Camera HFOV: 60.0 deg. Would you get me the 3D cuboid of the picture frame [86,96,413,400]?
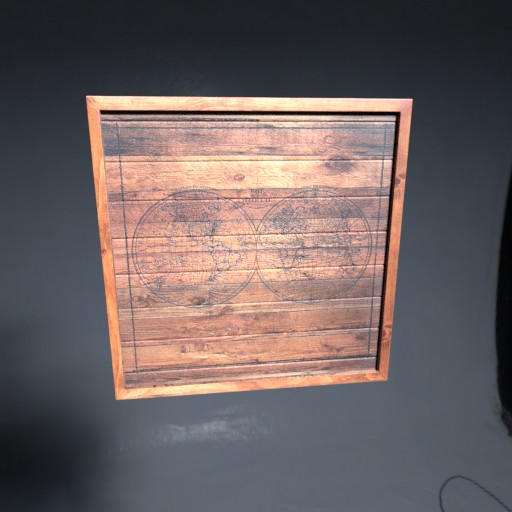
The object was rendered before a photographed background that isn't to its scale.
[{"bbox_3d":[0.000,0.000,1.214,0.810,0.817,0.029,-2,16,-7],"label":"picture frame"}]
